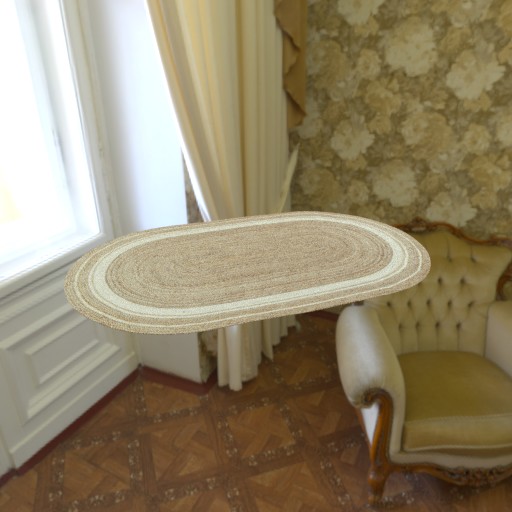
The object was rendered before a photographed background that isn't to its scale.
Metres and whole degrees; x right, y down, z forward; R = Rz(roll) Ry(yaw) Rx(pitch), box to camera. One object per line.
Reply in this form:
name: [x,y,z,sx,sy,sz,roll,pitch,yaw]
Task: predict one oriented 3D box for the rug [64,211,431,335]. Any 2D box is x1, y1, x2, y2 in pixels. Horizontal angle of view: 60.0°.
rug: [0.000,0.000,3.014,2.432,0.006,1.520,-8,26,-18]
